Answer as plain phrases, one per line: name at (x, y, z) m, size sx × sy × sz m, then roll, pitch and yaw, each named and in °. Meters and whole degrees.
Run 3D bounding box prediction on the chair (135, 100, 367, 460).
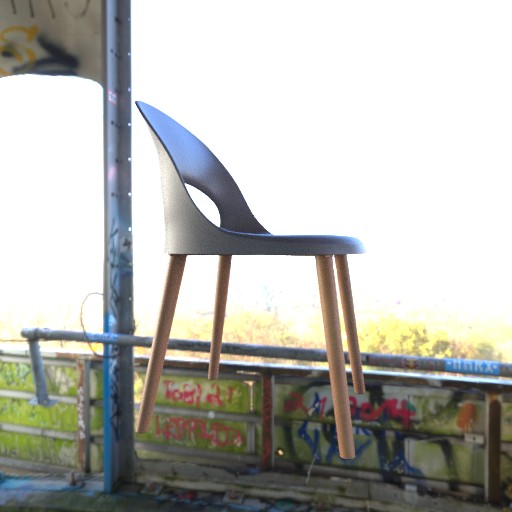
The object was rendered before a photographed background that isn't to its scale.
chair at (0.000, 0.000, 1.144) m, size 0.556 × 0.795 × 0.470 m, roll 0°, pitch 1°, yaw 17°
